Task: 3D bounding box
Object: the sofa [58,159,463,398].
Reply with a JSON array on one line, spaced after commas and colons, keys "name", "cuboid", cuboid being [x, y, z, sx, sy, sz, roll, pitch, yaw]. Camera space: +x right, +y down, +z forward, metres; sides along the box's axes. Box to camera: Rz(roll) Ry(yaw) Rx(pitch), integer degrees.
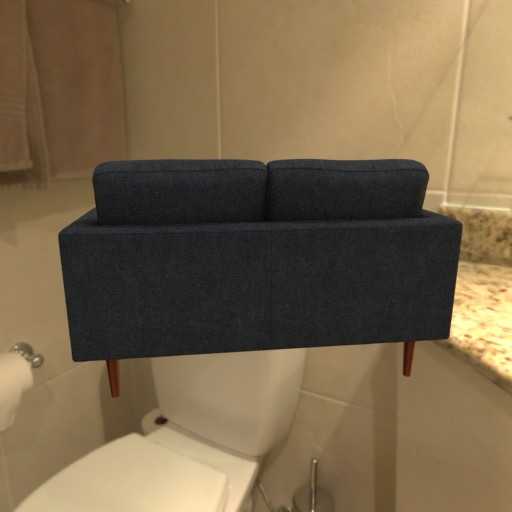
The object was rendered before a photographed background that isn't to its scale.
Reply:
[{"name": "sofa", "cuboid": [0.000, 0.000, 2.140, 1.582, 0.944, 0.903, -2, 15, -7]}]
